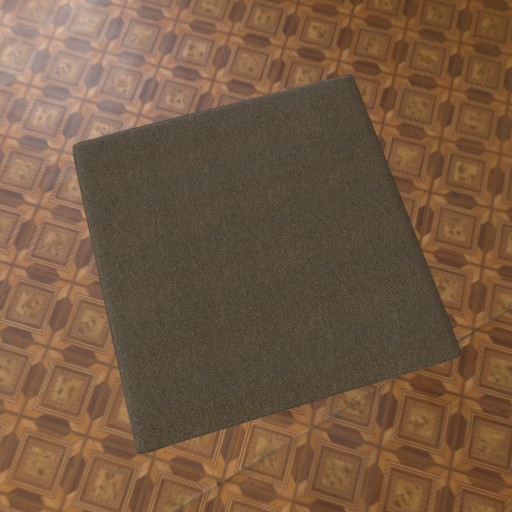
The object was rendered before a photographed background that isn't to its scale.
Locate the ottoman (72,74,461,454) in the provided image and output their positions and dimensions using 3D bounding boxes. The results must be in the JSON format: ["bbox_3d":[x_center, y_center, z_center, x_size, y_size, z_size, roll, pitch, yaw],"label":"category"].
[{"bbox_3d":[0.000,0.000,1.497,0.970,0.378,0.981,-16,77,-4],"label":"ottoman"}]
